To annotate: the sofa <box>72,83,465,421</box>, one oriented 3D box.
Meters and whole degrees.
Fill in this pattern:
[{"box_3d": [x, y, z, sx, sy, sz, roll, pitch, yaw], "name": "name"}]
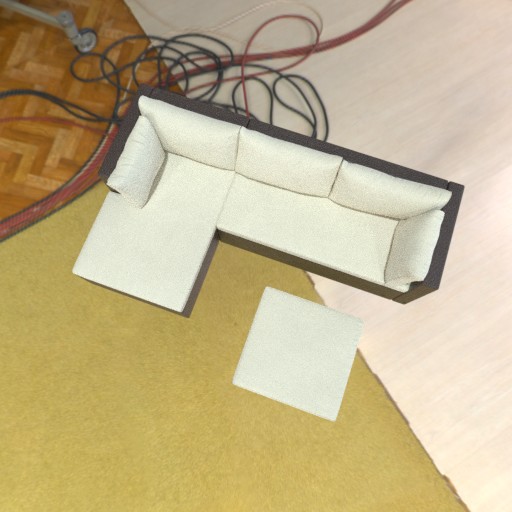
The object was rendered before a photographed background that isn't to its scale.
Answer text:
[{"box_3d": [0.000, 0.000, 2.889, 2.192, 0.766, 1.612, 19, 76, 5], "name": "sofa"}]
